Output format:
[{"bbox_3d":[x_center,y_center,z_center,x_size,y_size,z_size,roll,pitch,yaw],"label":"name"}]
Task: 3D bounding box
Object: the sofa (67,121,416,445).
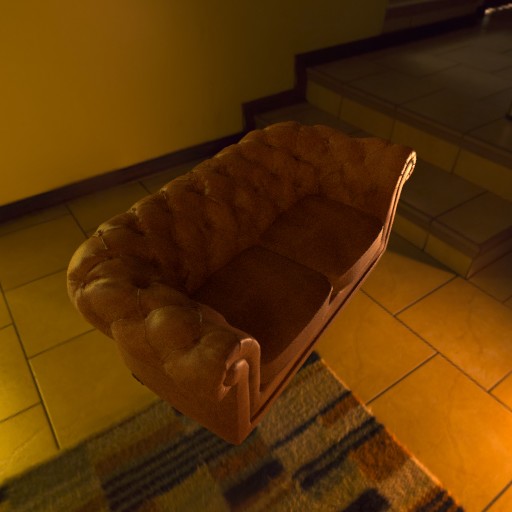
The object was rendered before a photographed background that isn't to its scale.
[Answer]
[{"bbox_3d":[0.000,0.000,2.489,1.042,0.877,1.979,25,46,26],"label":"sofa"}]
